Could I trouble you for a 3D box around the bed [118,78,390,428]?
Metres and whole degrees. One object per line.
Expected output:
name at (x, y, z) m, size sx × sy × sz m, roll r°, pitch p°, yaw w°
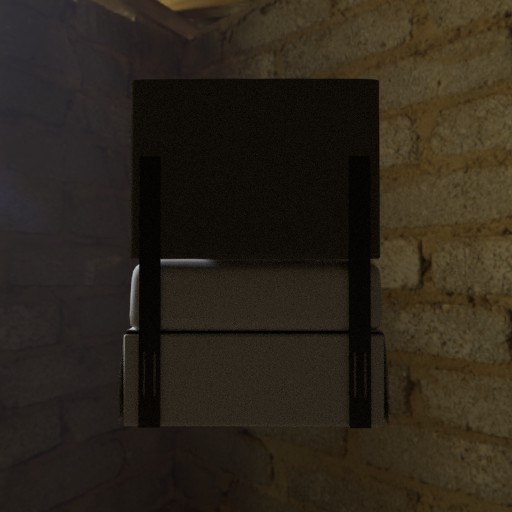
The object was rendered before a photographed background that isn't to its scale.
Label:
bed at (0.000, 0.000, 2.965) m, size 1.261 × 1.571 × 1.997 m, roll 0°, pitch -1°, yaw 0°
